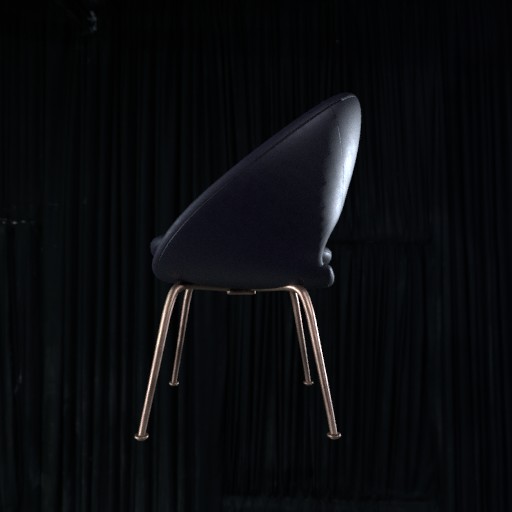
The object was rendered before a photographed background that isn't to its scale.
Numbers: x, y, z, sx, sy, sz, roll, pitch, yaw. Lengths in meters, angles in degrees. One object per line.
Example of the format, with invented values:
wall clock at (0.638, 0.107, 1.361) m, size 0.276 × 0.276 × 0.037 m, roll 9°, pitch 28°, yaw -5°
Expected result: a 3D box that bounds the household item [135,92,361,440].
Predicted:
household item at (0.000, 0.000, 1.263) m, size 0.573 × 0.852 × 0.623 m, roll 0°, pitch -1°, yaw -1°
